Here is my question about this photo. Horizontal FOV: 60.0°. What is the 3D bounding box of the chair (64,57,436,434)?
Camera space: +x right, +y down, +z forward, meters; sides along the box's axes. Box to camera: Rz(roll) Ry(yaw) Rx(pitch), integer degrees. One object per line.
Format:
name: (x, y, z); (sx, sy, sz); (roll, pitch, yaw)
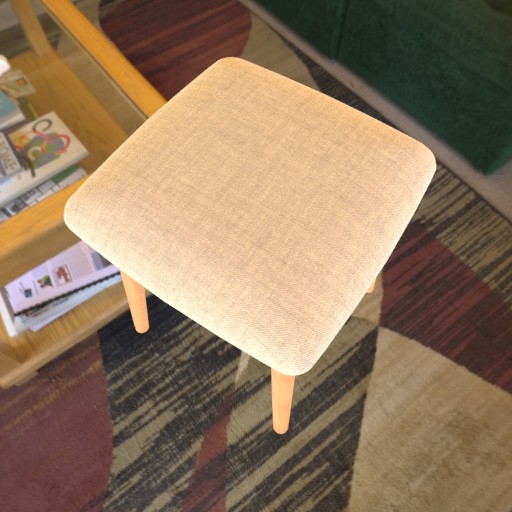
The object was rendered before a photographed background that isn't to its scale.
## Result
chair: (0.000, 0.000, 0.688); (0.350, 0.440, 0.350); (31, 66, 16)
